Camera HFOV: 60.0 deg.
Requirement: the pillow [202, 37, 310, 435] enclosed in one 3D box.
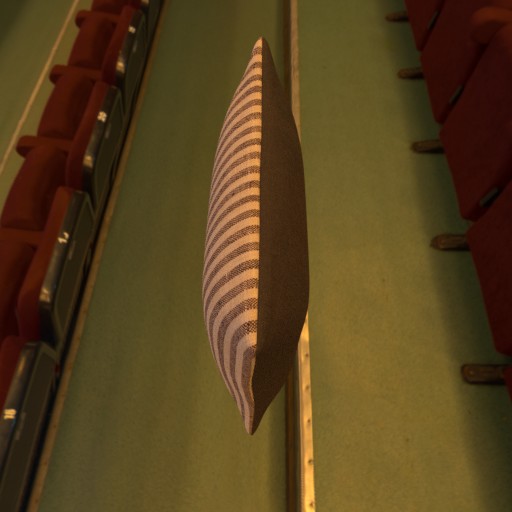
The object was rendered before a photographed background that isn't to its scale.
[{"bbox_3d":[0.000,0.000,0.781,0.166,0.506,0.523,1,59,1],"label":"pillow"}]
